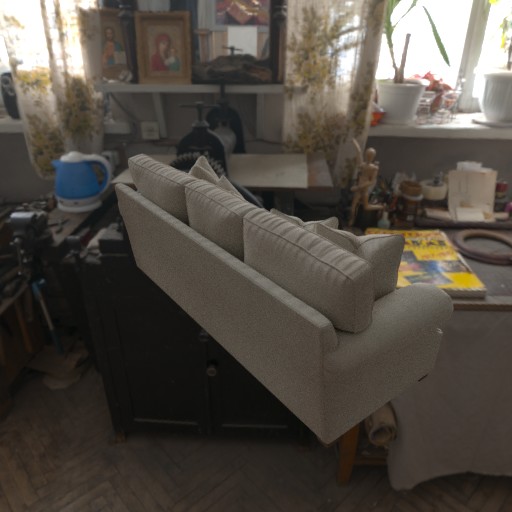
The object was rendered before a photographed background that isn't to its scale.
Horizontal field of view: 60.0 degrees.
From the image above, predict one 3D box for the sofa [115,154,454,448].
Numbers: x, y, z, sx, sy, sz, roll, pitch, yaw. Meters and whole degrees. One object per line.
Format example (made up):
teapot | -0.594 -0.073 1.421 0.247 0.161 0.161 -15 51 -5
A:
sofa | 0.000 0.000 2.836 0.965 0.975 2.312 -19 33 -32
